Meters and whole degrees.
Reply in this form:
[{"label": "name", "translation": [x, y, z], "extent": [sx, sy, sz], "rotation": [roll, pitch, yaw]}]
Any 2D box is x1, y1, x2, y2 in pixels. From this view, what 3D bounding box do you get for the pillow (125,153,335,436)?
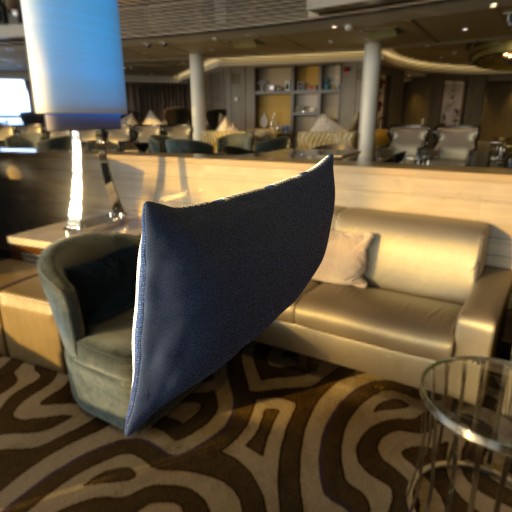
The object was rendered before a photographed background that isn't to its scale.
[{"label": "pillow", "translation": [0.000, 0.000, 0.735], "extent": [0.156, 0.292, 0.608], "rotation": [8, 19, 25]}]
